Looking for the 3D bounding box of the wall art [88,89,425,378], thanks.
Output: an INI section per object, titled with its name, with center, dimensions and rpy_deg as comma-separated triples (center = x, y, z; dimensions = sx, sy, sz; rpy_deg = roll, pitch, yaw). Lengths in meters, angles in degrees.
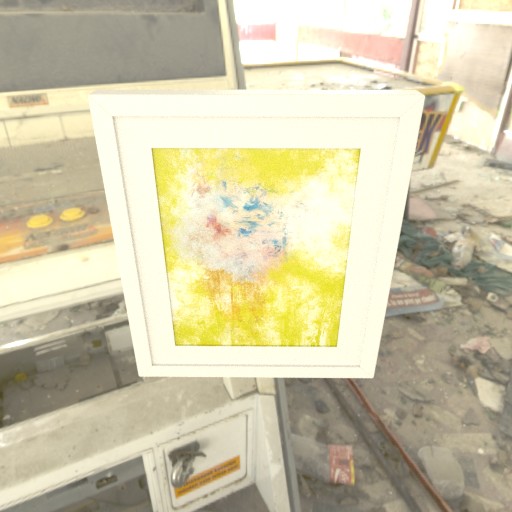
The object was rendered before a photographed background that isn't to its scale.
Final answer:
[wall art]
center = 0.000, 0.000, 0.541
dimensions = 0.331, 0.381, 0.028
rpy_deg = 0, 30, 0
